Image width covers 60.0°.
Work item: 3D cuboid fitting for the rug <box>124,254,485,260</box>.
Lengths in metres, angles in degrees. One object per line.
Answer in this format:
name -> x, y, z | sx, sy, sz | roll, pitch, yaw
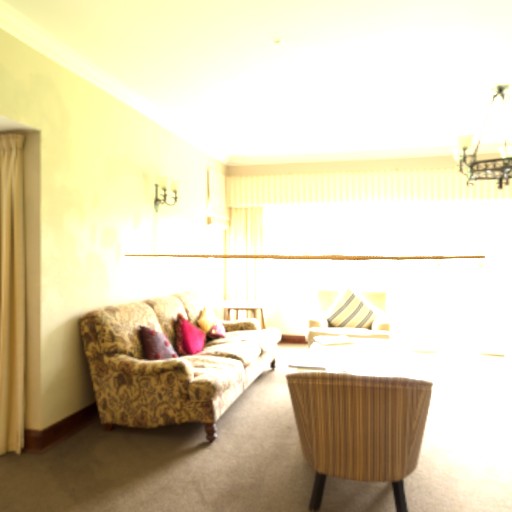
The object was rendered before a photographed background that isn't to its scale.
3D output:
rug -> 0.000, 0.000, 2.713 | 0.857, 0.018, 2.383 | 0, 1, -35
